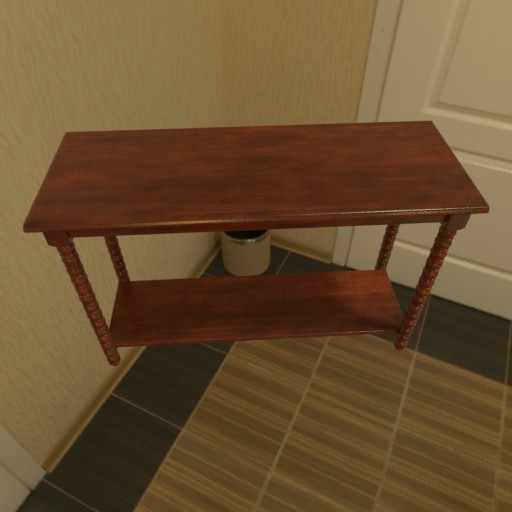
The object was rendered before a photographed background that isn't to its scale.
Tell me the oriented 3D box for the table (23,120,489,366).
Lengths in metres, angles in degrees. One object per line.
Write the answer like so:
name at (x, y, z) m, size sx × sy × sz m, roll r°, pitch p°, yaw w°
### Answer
table at (0.000, 0.000, 1.530) m, size 1.184 × 0.740 × 0.459 m, roll -3°, pitch 46°, yaw -2°
